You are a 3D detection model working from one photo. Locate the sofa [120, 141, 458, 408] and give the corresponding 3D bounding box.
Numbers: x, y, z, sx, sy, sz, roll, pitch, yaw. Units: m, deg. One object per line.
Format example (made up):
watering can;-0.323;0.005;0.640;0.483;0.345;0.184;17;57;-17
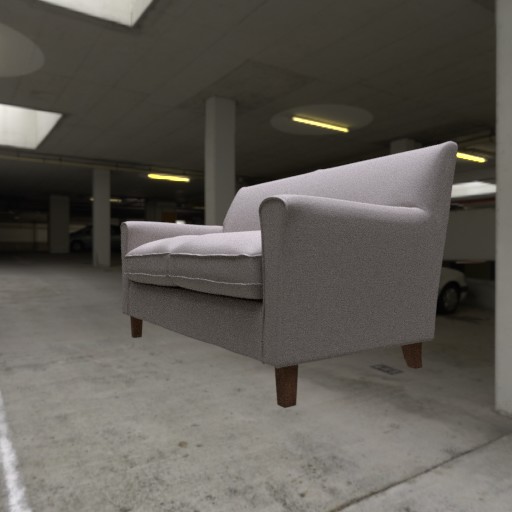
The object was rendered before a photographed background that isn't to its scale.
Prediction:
sofa;0.000;0.000;2.071;0.888;0.890;1.482;0;1;-35
